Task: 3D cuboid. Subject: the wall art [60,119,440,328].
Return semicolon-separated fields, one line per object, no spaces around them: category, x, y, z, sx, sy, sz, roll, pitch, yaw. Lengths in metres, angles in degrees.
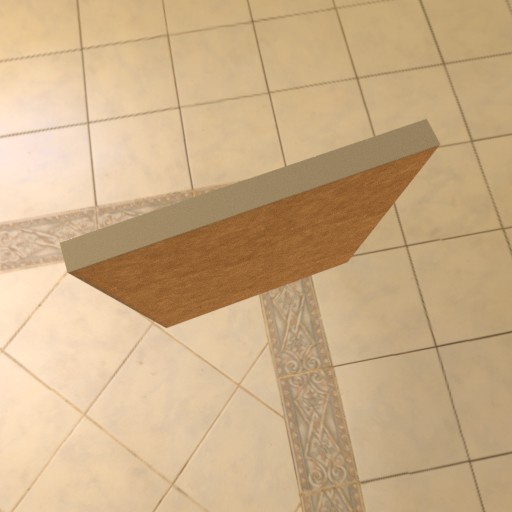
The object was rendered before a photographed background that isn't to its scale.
wall art;0.000;0.000;0.777;0.453;0.554;0.037;-20;75;-5
